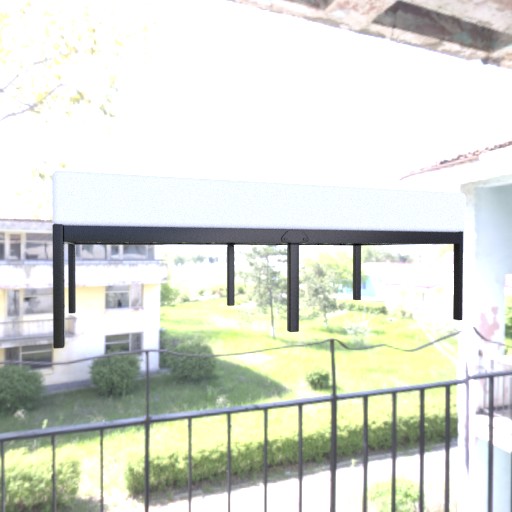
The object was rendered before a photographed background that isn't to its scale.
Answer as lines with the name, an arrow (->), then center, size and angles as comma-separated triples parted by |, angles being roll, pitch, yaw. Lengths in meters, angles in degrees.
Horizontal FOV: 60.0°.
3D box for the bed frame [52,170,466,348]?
bed frame -> 0.000, 0.000, 2.424 | 1.950, 0.659, 1.023 | 0, 1, -20
